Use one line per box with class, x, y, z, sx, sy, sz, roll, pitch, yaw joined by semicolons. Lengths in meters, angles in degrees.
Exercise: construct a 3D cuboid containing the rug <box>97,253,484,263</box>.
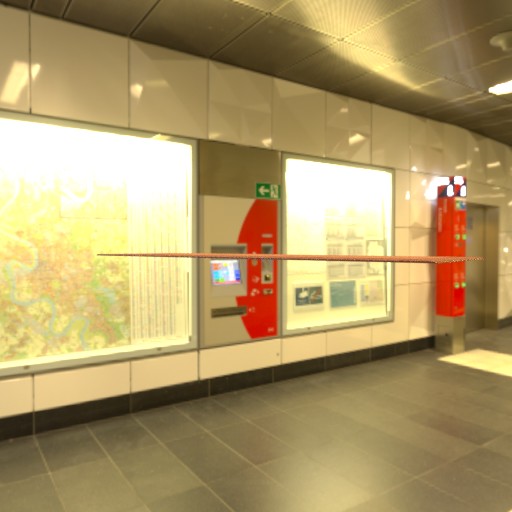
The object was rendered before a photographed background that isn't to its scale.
rug;0.000;0.000;2.765;2.471;0.013;0.914;1;1;36
